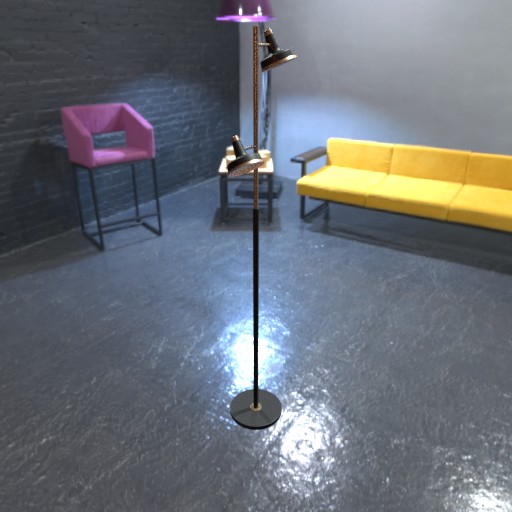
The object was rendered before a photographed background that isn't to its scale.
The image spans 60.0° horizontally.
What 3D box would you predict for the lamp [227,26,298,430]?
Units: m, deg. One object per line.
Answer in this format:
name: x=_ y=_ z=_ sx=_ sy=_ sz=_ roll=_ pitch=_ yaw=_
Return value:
lamp: x=0.000 y=0.000 z=1.815 sx=0.253 sy=1.674 sz=0.351 roll=17 pitch=30 yaw=32
